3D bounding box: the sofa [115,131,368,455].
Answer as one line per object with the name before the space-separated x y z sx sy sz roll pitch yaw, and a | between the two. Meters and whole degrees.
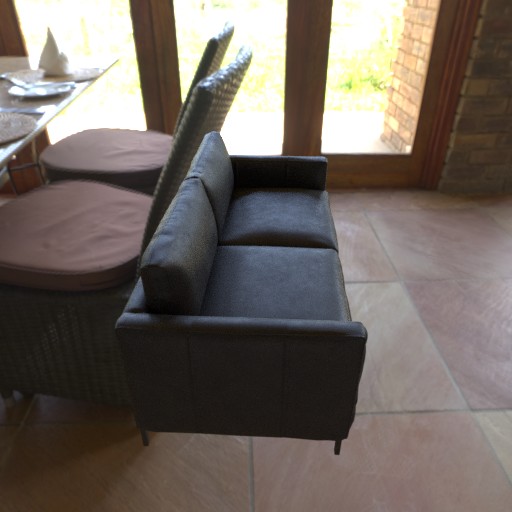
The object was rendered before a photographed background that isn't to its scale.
sofa | 0.000 0.000 2.348 0.947 0.883 1.805 1 32 1
